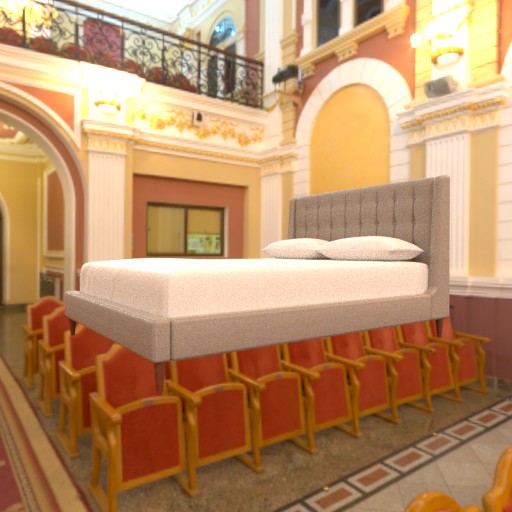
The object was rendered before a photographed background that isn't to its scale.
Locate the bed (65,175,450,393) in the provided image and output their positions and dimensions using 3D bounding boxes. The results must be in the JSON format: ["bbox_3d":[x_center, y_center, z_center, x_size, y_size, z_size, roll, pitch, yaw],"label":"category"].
[{"bbox_3d":[0.000,0.000,3.177,2.232,1.147,1.656,-1,1,-35],"label":"bed"}]
